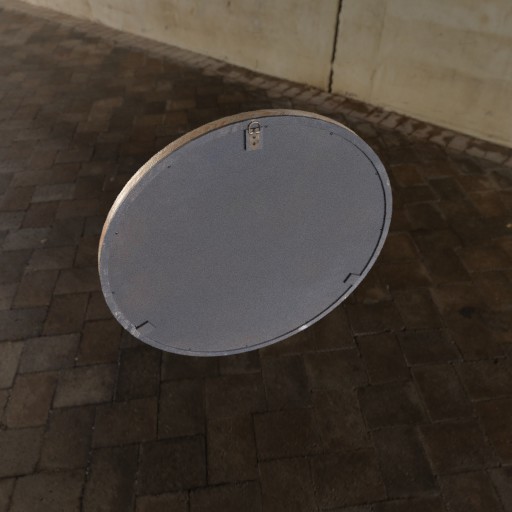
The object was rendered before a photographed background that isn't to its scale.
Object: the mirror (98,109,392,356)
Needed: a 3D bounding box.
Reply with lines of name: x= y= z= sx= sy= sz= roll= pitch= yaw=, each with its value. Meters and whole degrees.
mirror: x=0.000 y=0.000 z=1.061 sx=0.710 sy=0.710 sz=0.038 roll=-13 pitch=44 yaw=-14
